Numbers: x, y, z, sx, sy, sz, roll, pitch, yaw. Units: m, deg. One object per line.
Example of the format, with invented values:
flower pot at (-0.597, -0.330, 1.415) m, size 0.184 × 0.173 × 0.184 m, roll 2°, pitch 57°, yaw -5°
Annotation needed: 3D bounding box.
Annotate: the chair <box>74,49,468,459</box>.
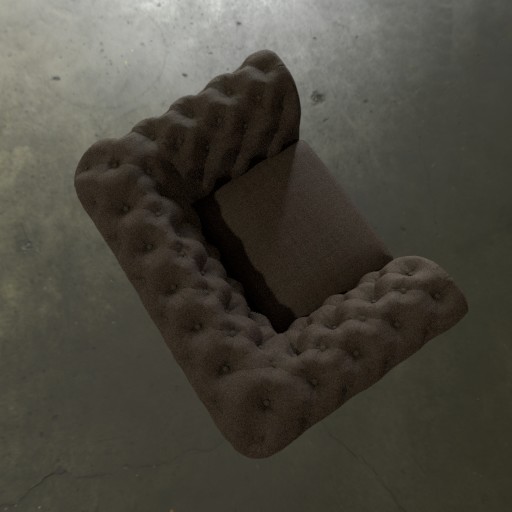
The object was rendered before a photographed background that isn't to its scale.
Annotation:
chair at (0.000, 0.000, 1.873) m, size 0.945 × 0.780 × 1.298 m, roll -33°, pitch 78°, yaw -8°
